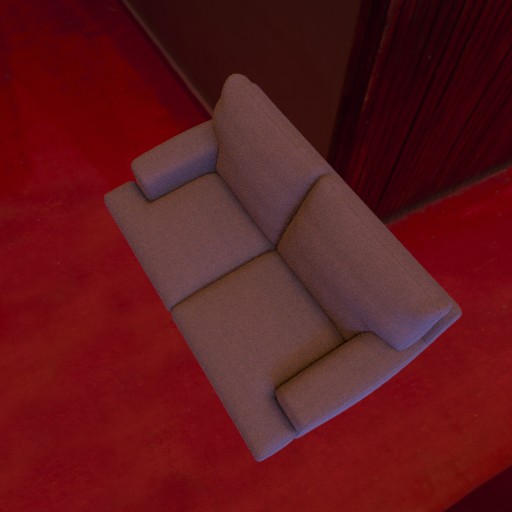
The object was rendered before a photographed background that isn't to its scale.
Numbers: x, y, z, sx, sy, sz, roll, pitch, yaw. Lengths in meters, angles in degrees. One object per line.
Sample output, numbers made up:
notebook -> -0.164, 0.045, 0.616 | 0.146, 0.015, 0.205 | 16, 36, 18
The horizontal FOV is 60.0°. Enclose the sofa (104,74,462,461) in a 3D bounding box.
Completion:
sofa -> 0.000, 0.000, 2.508 | 1.140, 0.950, 1.869 | -30, 66, -15
